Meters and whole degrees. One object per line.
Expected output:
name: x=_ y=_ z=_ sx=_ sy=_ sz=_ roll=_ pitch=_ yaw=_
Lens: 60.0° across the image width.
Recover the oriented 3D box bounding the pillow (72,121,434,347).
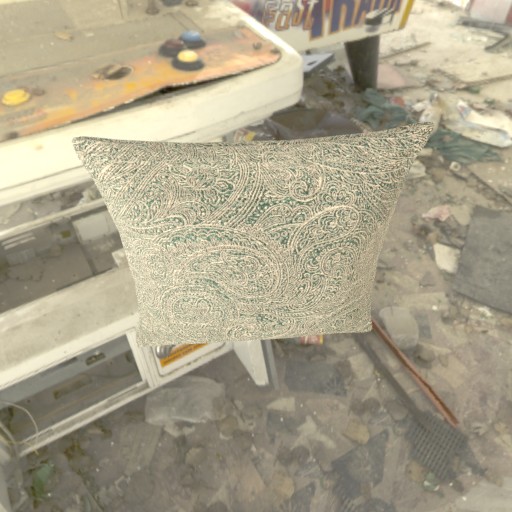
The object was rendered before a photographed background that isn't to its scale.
pillow: x=0.000 y=0.000 z=0.812 sx=0.526 sy=0.507 sz=0.166 roll=-3 pitch=46 yaw=-3
